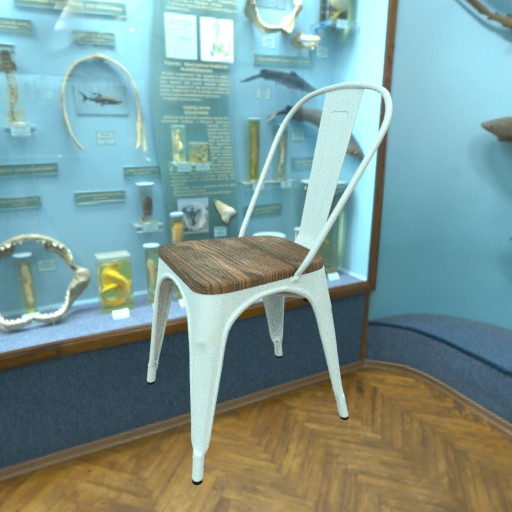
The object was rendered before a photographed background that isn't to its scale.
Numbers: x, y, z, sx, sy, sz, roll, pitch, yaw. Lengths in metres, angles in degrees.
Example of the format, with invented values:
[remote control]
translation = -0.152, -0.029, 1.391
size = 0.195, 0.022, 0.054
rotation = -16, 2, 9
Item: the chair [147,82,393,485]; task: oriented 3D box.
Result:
[chair]
translation = 0.000, 0.000, 1.139
size = 0.521, 0.851, 0.452
rotation = -8, 19, -25
